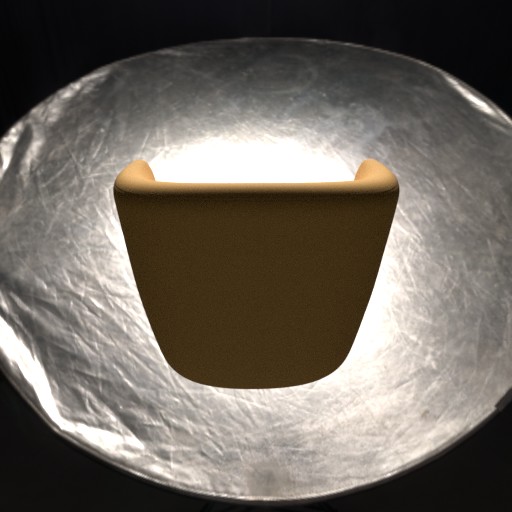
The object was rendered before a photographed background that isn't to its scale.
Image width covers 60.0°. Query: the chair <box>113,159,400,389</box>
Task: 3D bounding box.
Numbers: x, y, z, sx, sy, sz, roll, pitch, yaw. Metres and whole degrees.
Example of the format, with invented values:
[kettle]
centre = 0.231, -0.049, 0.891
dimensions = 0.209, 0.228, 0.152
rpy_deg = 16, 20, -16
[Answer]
[chair]
centre = 0.000, 0.000, 1.338
dimensions = 0.773, 0.698, 0.767
rpy_deg = 0, 29, -1
